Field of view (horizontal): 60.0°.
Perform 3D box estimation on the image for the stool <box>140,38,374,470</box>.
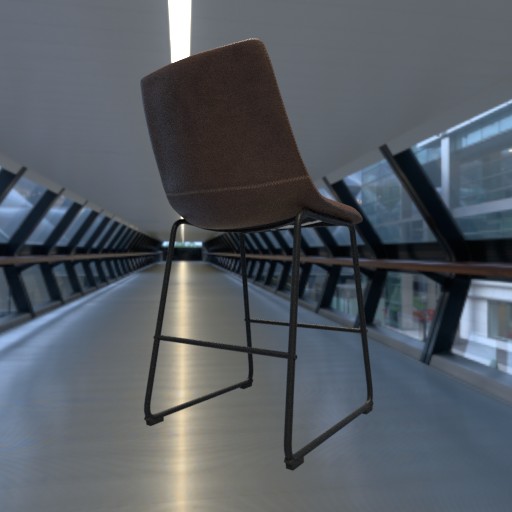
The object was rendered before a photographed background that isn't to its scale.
[{"bbox_3d":[0.000,0.000,1.205,0.460,0.890,0.550,0,-1,35],"label":"stool"}]
